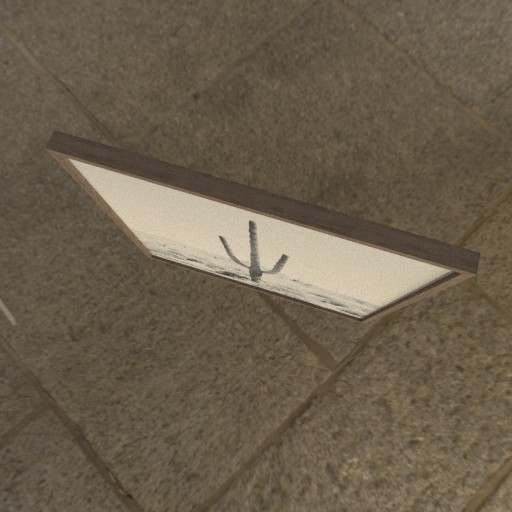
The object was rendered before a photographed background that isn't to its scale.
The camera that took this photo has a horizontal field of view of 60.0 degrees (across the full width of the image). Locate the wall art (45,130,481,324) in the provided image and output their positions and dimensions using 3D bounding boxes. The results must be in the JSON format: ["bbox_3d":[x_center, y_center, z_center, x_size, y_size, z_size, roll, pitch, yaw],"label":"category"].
[{"bbox_3d":[0.000,0.000,1.121,0.762,0.762,0.038,17,76,4],"label":"wall art"}]
